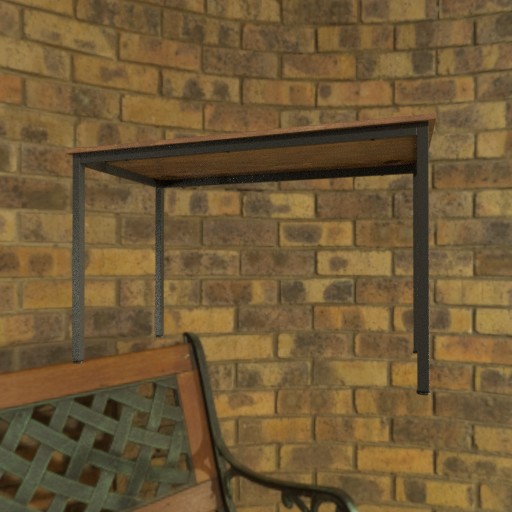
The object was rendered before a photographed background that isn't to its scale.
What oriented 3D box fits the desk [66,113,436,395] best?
[{"bbox_3d":[0.000,0.000,1.637,1.200,0.749,0.600,0,0,19],"label":"desk"}]
